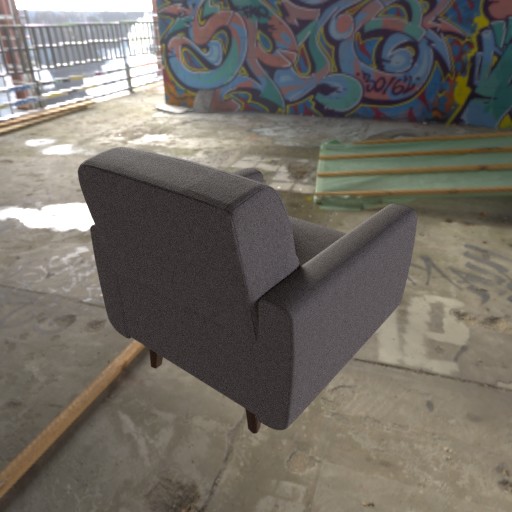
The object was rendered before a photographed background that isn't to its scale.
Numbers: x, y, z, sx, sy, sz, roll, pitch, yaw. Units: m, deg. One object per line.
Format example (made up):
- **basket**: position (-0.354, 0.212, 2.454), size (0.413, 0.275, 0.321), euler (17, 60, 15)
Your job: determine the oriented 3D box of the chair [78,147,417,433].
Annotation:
- **chair**: position (0.000, 0.000, 1.573), size (0.831, 0.839, 0.907), euler (21, 35, 33)
